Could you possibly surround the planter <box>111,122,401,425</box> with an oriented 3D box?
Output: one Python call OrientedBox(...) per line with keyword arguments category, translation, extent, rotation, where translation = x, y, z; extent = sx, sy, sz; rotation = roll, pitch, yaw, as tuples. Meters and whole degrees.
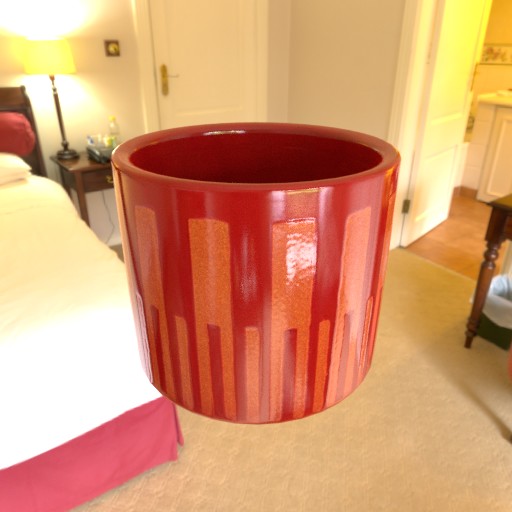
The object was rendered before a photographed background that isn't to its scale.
OrientedBox(category="planter", translation=(0.000, 0.000, 0.406), extent=(0.230, 0.202, 0.230), rotation=(0, 26, 0))
